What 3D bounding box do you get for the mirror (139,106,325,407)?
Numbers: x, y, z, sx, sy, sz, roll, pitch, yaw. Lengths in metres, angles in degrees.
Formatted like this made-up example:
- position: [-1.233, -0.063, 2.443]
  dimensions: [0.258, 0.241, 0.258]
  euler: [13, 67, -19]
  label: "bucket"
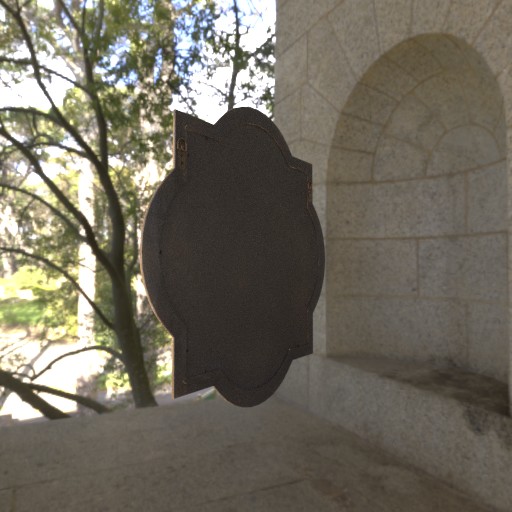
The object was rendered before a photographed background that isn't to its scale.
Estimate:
- position: [0.000, 0.000, 1.060]
  dimensions: [0.019, 0.686, 0.686]
  euler: [-1, -2, 35]
  label: "mirror"
